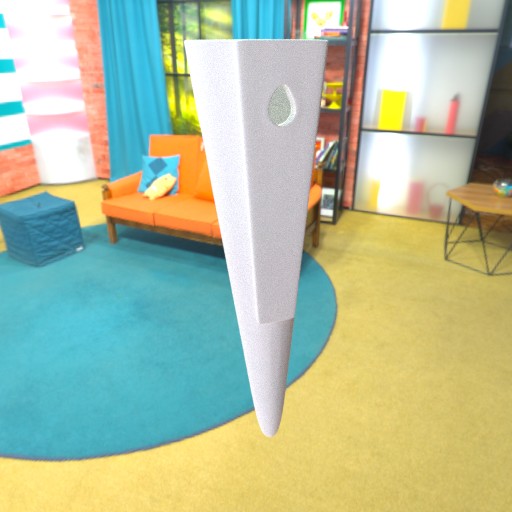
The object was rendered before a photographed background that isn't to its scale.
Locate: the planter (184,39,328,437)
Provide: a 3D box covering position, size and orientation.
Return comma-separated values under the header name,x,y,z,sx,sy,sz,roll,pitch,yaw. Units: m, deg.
name,x,y,z,sx,sy,sz,roll,pitch,yaw
planter,0.000,0.000,0.221,0.057,0.193,0.064,-8,27,-16
